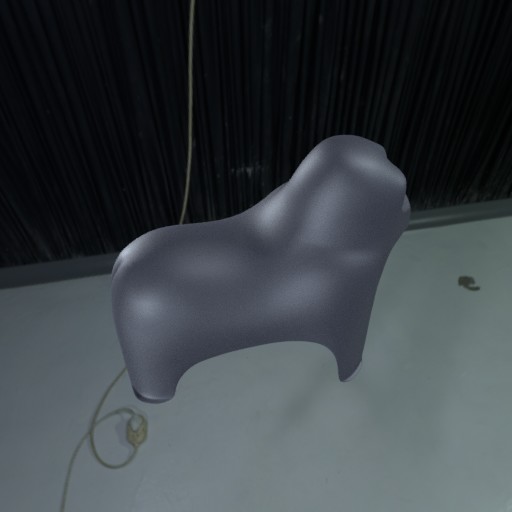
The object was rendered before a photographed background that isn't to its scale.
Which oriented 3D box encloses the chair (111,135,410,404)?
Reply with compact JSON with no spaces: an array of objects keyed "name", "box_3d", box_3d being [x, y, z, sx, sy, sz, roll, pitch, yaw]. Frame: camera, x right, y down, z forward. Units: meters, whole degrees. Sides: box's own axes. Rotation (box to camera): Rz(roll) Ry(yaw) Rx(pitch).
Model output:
[{"name":"chair","box_3d":[0.000,0.000,1.129,0.758,0.600,0.490,-10,48,-9]}]
